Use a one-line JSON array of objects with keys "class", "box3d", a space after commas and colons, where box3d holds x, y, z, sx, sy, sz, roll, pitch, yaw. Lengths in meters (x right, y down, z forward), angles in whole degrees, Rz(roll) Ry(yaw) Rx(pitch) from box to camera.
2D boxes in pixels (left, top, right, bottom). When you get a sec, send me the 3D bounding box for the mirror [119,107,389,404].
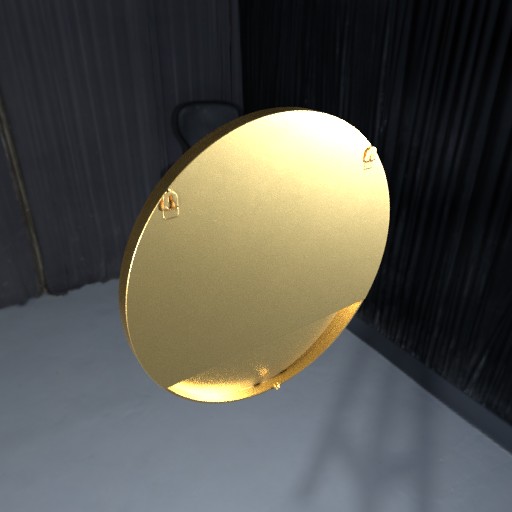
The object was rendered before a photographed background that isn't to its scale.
[{"class": "mirror", "box3d": [0.000, 0.000, 0.690, 0.457, 0.457, 0.133, -18, 34, -29]}]
